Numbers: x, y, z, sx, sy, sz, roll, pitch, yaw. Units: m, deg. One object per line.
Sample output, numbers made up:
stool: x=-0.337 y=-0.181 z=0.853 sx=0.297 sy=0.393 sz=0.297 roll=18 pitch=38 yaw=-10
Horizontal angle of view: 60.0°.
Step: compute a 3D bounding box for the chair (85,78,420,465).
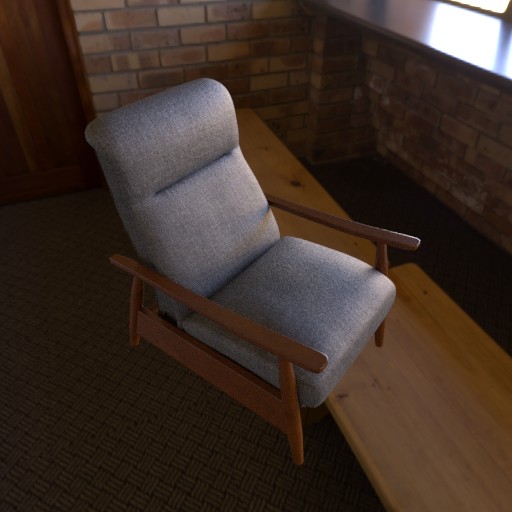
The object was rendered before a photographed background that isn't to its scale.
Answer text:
chair: x=0.000 y=0.000 z=1.772 sx=1.030 sy=1.082 sz=0.762 roll=26 pitch=46 yaw=28
